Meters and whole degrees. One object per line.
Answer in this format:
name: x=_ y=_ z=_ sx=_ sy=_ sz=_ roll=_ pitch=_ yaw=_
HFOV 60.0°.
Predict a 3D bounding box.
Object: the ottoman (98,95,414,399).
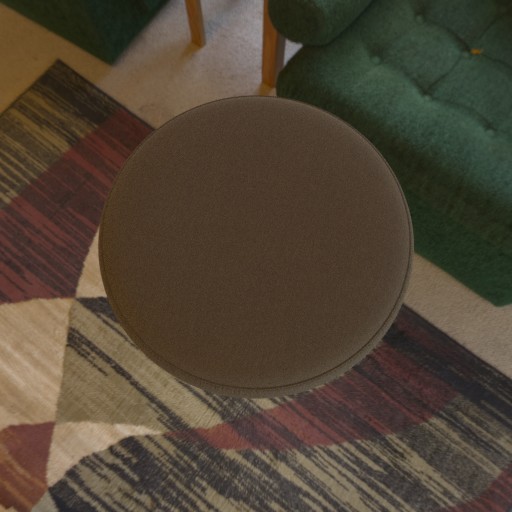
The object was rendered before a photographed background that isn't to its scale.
ottoman: x=0.000 y=0.000 z=1.005 sx=0.608 sy=0.433 sz=0.608 roll=0 pitch=74 yaw=0
